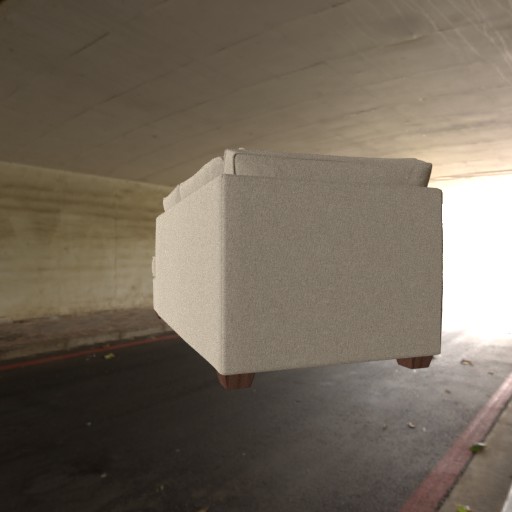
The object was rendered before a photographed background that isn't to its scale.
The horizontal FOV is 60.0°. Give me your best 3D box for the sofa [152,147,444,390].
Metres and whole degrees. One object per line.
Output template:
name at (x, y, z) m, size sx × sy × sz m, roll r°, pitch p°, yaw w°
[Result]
sofa at (0.000, 0.000, 2.891) m, size 1.110 × 1.033 × 2.237 m, roll 0°, pitch 0°, yaw -20°
